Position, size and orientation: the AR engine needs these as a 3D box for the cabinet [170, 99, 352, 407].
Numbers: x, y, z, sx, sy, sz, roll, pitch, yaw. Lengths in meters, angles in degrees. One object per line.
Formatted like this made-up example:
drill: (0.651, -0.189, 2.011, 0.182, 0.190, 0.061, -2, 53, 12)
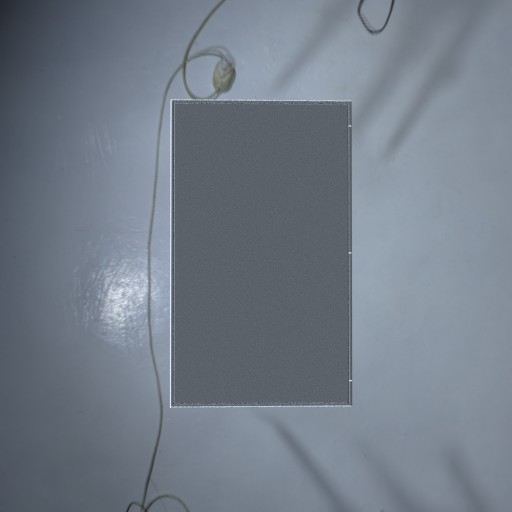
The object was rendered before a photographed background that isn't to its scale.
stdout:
cabinet: (0.000, 0.000, 2.376, 0.580, 1.920, 0.980, 0, 89, -1)
